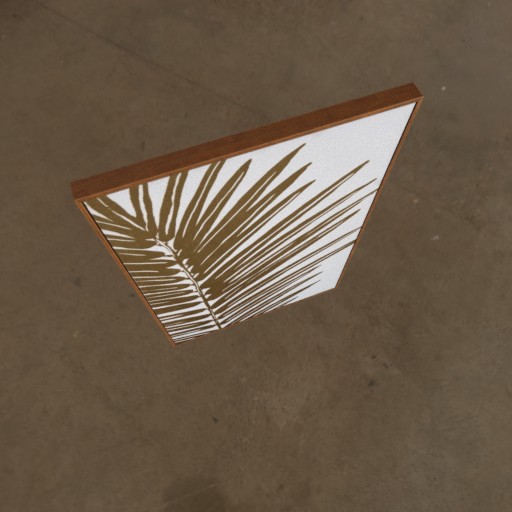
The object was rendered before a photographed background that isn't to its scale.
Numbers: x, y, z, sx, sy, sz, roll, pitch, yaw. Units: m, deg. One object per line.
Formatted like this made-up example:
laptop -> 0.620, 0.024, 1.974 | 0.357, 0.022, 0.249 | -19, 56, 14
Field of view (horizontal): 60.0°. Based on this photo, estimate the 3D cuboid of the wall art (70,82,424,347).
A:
wall art -> 0.000, 0.000, 1.145 | 0.610, 0.914, 0.037 | -19, 66, -9
